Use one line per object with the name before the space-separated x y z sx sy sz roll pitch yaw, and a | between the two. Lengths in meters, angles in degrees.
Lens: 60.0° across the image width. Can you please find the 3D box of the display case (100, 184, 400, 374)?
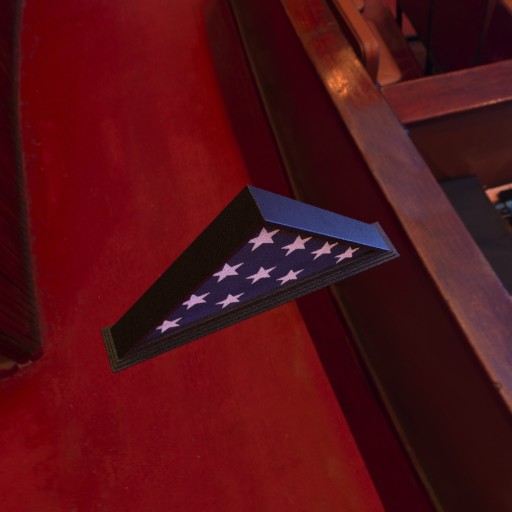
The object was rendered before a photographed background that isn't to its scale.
display case | 0.000 0.000 0.780 0.640 0.340 0.095 -21 65 -10
